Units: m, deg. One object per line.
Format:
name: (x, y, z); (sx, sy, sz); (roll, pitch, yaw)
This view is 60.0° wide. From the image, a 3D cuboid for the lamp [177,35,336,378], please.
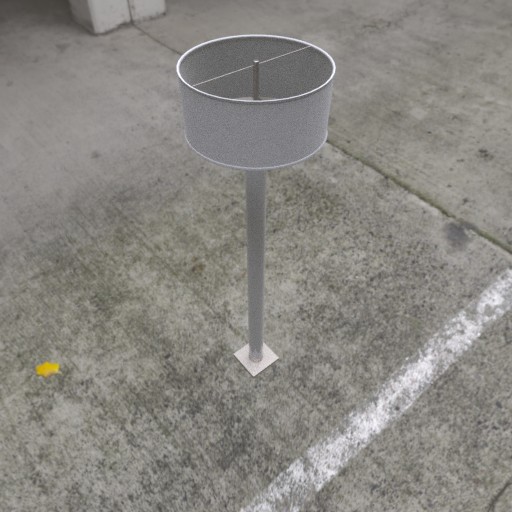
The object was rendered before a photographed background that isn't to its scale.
lamp: (0.000, 0.000, 1.694); (0.420, 1.475, 0.420); (-30, 53, -26)
